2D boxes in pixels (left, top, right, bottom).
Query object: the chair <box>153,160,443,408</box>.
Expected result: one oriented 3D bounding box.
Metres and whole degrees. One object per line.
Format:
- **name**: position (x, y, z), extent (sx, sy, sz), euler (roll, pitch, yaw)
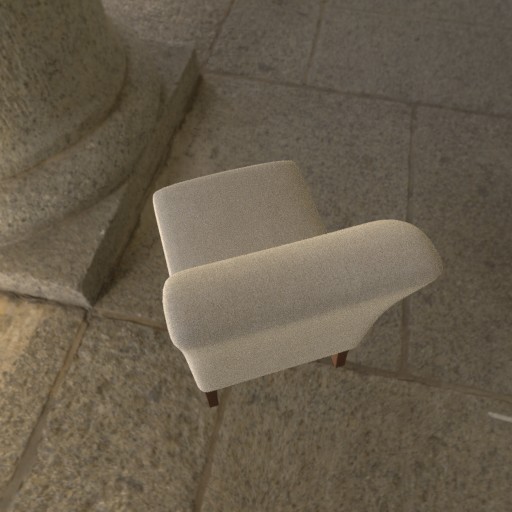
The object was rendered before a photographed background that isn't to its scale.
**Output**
- **chair**: position (0.000, 0.000, 1.300), extent (0.521, 0.833, 0.754), euler (-14, 59, -9)
